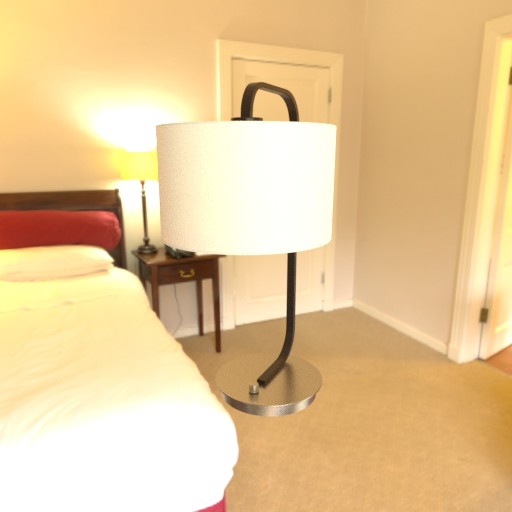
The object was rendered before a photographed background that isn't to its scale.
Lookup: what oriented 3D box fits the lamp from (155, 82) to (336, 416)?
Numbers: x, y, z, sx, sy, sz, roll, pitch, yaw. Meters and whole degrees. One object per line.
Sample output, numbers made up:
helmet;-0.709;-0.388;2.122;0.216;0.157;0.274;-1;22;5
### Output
lamp;0.000;0.000;0.639;0.230;0.473;0.288;7;15;26
